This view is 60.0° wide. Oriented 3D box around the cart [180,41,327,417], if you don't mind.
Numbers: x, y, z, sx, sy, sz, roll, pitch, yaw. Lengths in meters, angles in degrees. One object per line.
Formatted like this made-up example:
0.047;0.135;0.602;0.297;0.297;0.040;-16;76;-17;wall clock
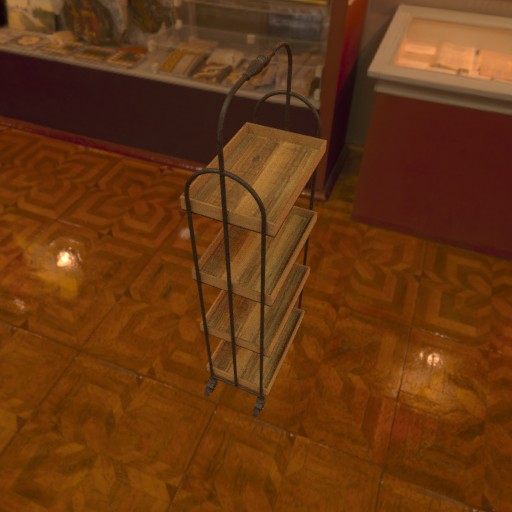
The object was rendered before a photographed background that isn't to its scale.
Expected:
0.000;0.000;1.697;0.308;1.481;0.581;18;49;16;cart
